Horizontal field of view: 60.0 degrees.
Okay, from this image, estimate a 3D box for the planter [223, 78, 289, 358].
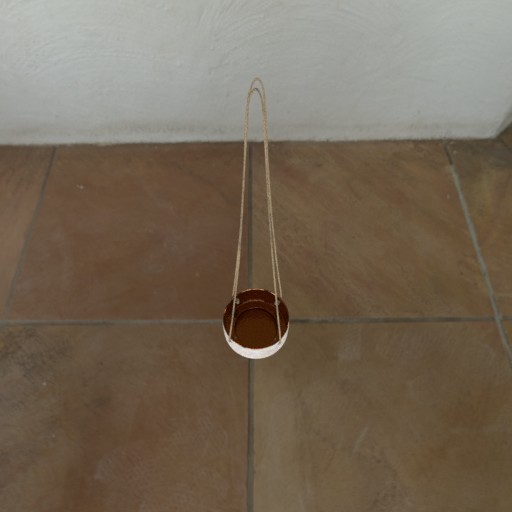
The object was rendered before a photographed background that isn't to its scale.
[{"bbox_3d":[0.000,0.000,1.140,0.223,1.030,0.223,2,58,1],"label":"planter"}]
